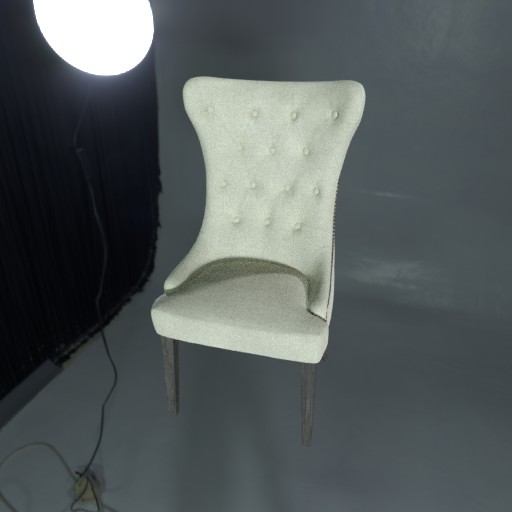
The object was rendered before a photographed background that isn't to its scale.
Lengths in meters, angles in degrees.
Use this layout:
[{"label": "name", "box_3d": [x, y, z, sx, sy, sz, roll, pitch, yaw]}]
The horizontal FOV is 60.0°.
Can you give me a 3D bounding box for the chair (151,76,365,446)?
[{"label": "chair", "box_3d": [0.000, 0.000, 1.469, 0.584, 1.065, 0.590, 7, 28, 14]}]
